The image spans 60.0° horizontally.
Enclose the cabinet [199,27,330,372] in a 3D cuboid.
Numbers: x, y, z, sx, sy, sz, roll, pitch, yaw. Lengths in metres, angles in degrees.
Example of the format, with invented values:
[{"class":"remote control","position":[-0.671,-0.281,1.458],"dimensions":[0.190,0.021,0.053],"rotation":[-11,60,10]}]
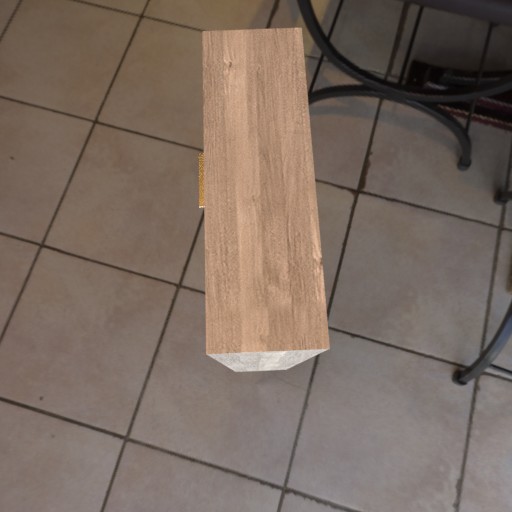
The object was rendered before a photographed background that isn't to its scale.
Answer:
[{"class":"cabinet","position":[0.000,0.000,1.562],"dimensions":[0.250,1.280,0.750],"rotation":[-2,74,-1]}]
